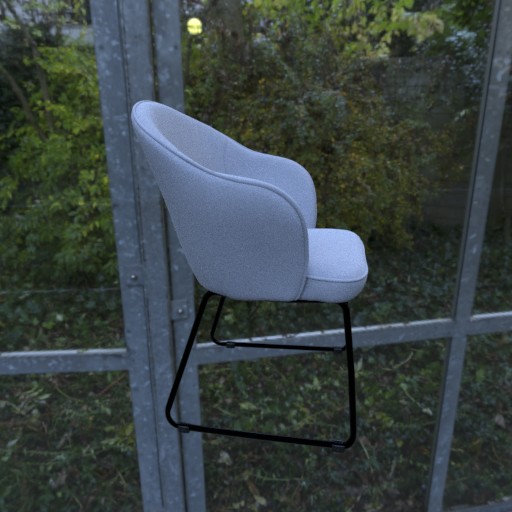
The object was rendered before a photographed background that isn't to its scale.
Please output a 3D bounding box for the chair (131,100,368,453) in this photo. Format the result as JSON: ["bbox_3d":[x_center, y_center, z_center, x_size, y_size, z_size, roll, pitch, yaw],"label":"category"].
[{"bbox_3d":[0.000,0.000,1.228,0.592,0.817,0.570,3,17,8],"label":"chair"}]
